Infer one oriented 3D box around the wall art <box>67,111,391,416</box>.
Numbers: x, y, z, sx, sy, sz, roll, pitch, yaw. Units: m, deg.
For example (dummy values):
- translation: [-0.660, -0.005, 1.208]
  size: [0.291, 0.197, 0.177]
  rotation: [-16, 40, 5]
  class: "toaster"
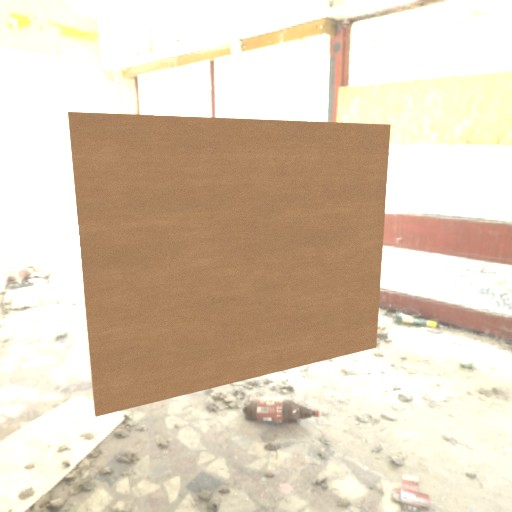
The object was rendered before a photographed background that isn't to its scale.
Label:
- translation: [0.000, 0.000, 0.691]
  size: [0.508, 0.408, 0.010]
  rotation: [-6, 14, -26]
  class: "wall art"
